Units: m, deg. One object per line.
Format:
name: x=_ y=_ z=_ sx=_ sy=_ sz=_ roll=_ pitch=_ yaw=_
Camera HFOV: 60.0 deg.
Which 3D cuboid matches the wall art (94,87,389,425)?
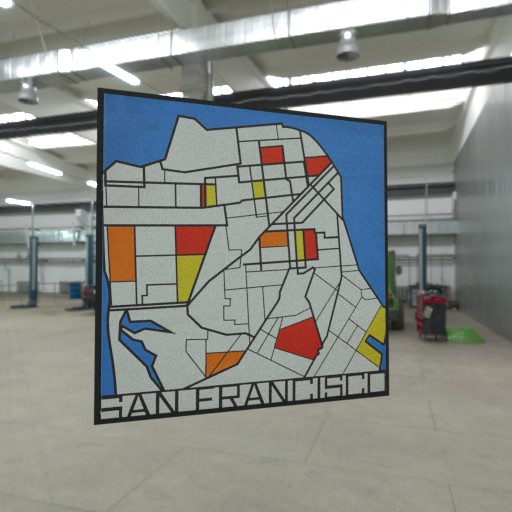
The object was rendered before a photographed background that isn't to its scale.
wall art: x=0.000 y=0.000 z=0.674 sx=0.458 sy=0.457 sz=0.013 roll=1 pitch=-2 yaw=-18
